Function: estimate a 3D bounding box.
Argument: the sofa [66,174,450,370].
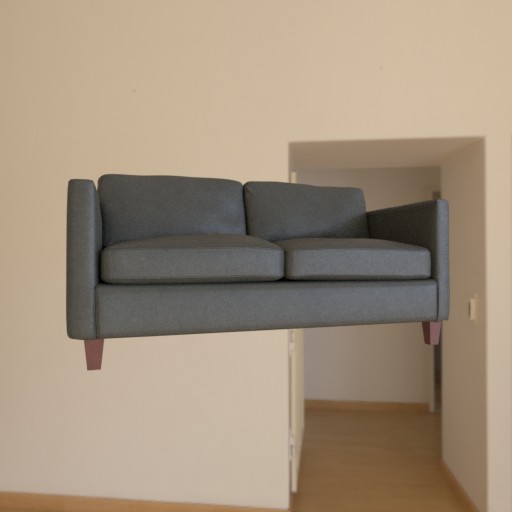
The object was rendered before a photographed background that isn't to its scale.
[{"bbox_3d":[0.000,0.000,2.458,1.883,0.933,0.951,0,-1,-19],"label":"sofa"}]
